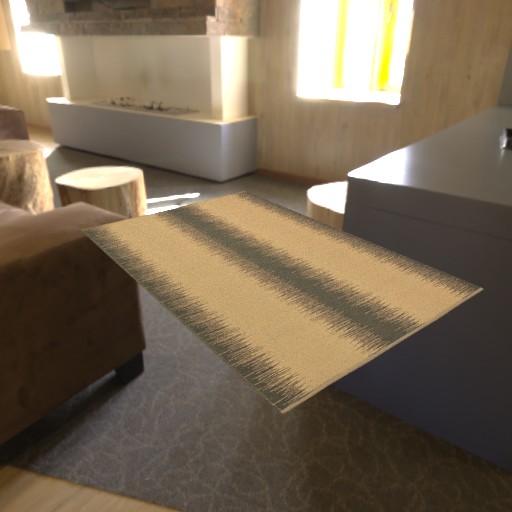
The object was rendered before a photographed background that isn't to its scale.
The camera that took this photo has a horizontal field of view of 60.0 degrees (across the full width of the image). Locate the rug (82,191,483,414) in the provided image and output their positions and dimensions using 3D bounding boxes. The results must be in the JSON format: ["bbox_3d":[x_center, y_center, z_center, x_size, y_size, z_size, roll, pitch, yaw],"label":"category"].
[{"bbox_3d":[0.000,0.000,2.361,1.234,0.006,1.854,-19,32,-34],"label":"rug"}]
